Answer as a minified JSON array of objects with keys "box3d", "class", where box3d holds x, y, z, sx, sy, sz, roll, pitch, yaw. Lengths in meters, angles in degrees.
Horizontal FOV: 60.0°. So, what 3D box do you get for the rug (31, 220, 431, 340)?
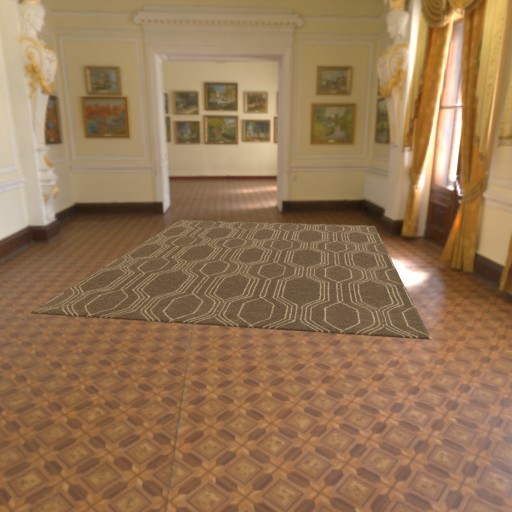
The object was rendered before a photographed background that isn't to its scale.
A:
[{"box3d":[0.000,0.000,4.115,2.457,0.012,3.062,2,16,8],"class":"rug"}]
